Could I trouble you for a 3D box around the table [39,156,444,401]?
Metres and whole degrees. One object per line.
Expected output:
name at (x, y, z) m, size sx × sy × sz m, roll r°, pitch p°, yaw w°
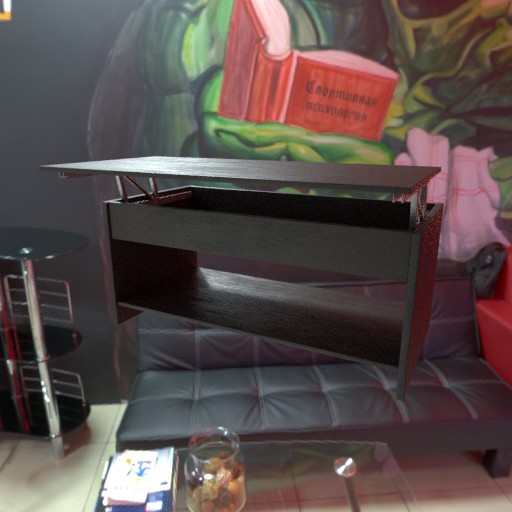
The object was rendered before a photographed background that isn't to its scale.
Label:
table at (0.000, 0.000, 1.396) m, size 1.000 × 0.570 × 0.712 m, roll 8°, pitch 18°, yaw 27°
